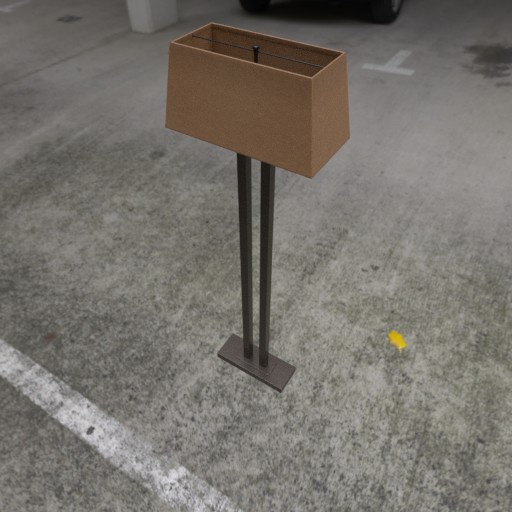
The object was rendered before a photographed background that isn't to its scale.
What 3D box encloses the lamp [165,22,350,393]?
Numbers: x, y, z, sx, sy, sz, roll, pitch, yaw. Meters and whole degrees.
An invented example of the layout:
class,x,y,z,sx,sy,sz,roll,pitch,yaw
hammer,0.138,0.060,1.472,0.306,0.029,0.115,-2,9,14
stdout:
class,x,y,z,sx,sy,sz,roll,pitch,yaw
lamp,0.000,0.000,1.611,0.475,1.469,0.233,24,50,22
